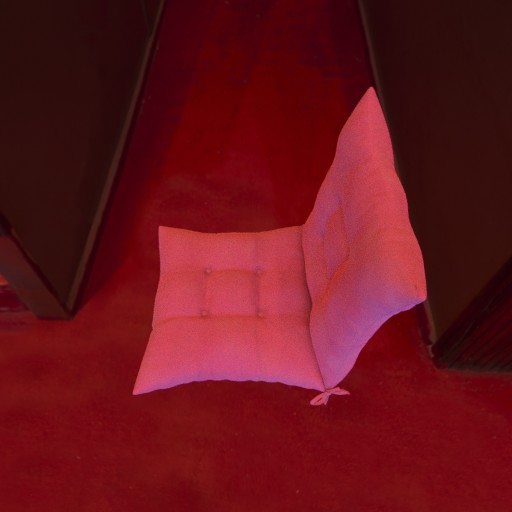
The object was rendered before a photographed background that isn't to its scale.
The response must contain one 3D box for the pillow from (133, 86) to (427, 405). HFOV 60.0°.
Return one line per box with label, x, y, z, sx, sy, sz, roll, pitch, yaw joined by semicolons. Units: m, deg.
pillow;0.000;0.000;1.008;0.585;0.536;0.541;0;57;0
